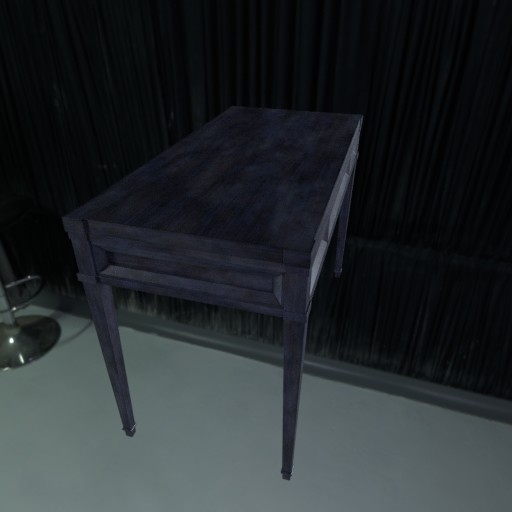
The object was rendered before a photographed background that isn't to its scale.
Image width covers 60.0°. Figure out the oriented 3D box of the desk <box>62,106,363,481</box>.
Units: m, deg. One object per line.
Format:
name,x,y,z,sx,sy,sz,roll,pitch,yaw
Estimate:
desk,0.000,0.000,1.778,0.630,0.861,1.289,9,32,14
